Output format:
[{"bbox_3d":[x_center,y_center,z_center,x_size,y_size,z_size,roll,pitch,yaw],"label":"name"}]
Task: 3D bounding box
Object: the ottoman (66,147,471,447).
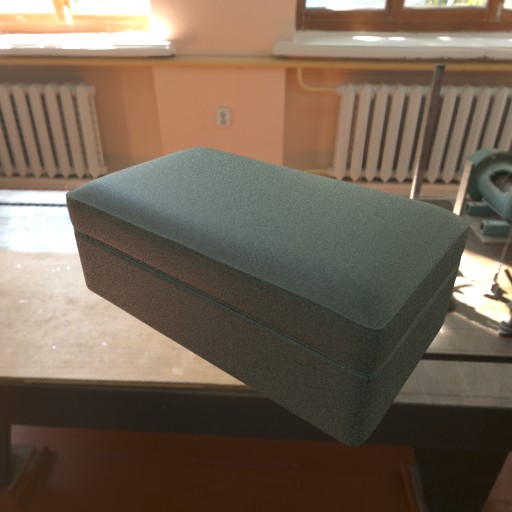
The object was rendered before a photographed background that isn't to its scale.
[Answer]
[{"bbox_3d":[0.000,0.000,1.526,1.173,0.494,0.681,22,37,32],"label":"ottoman"}]
